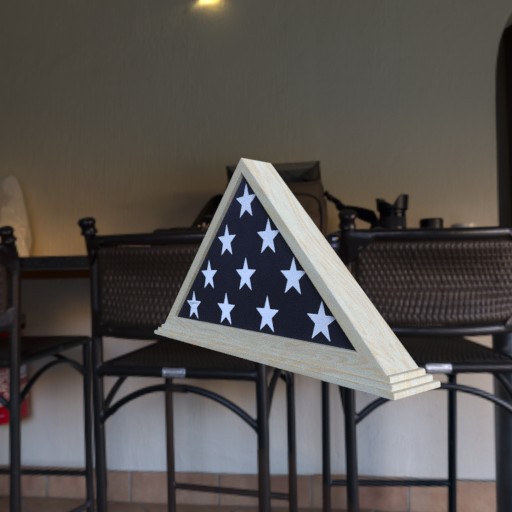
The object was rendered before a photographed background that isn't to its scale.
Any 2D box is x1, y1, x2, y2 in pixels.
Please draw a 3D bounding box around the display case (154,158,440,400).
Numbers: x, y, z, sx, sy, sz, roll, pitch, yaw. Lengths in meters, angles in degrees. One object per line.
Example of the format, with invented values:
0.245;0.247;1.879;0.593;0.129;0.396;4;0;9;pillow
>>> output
0.000;0.000;0.786;0.095;0.340;0.640;1;-2;-37;display case
